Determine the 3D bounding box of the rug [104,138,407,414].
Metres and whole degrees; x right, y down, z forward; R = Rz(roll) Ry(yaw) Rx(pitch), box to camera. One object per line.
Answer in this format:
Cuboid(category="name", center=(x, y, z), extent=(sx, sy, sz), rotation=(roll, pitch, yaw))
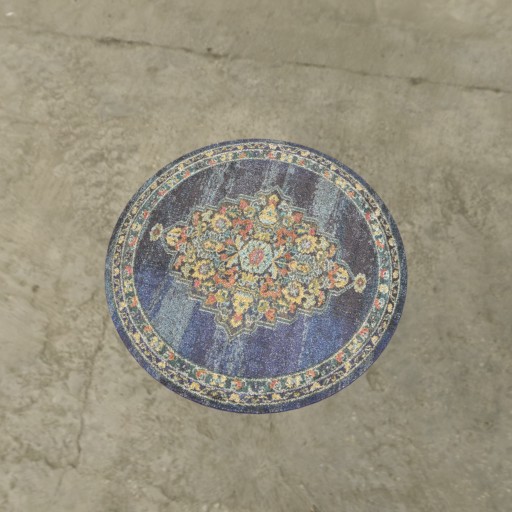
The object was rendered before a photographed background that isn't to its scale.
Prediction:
Cuboid(category="rug", center=(0.000, 0.000, 3.528), extent=(2.386, 0.014, 2.386), rotation=(0, 64, 0))
